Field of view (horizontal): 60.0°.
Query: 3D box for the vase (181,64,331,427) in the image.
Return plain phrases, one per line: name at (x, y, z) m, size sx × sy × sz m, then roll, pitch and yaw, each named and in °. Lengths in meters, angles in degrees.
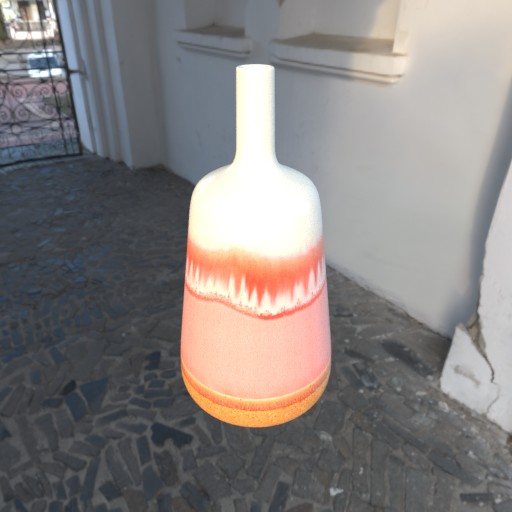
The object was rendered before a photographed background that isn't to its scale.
vase at (0.000, 0.000, 0.375) m, size 0.144 × 0.296 × 0.144 m, roll 0°, pitch 30°, yaw 0°
